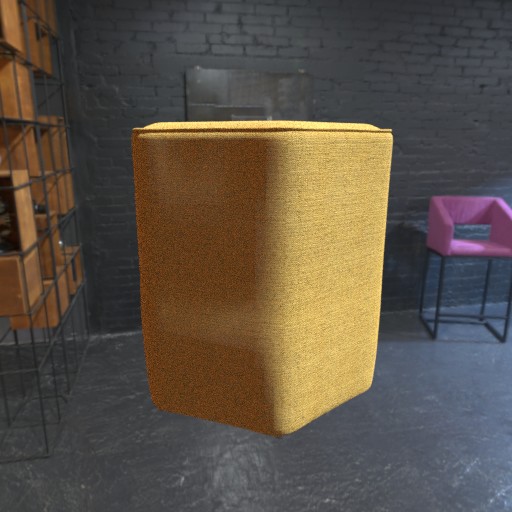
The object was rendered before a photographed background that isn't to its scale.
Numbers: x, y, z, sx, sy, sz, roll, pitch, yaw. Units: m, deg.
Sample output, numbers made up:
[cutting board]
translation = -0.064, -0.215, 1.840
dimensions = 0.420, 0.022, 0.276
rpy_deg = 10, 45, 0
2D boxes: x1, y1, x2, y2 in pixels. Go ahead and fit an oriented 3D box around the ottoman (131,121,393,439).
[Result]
[ottoman]
translation = 0.000, 0.000, 0.886
dimensions = 0.443, 0.502, 0.494
rpy_deg = -2, 15, -10
